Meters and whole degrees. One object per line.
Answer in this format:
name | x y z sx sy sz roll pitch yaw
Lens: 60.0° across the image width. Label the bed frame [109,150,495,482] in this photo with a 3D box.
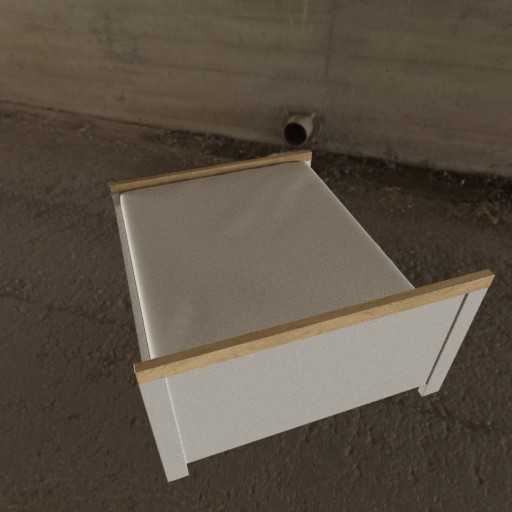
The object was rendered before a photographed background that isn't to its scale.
bed frame | 0.000 0.000 2.927 1.670 0.980 2.050 -13 43 -14
